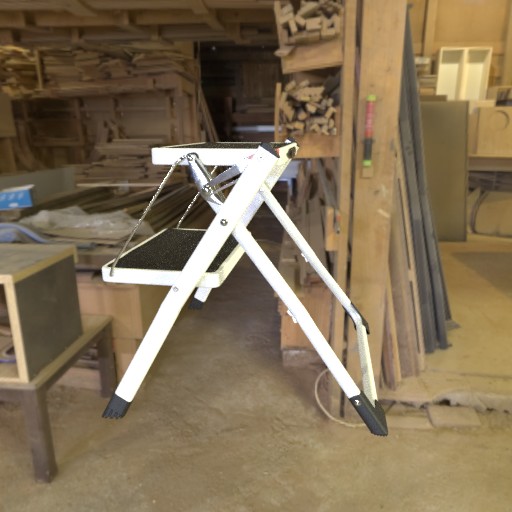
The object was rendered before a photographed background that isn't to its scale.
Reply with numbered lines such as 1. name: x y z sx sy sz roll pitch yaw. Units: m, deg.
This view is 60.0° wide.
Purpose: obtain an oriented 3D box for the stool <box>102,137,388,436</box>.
1. stool: 0.000 0.000 0.870 0.490 0.445 0.485 3 16 9
